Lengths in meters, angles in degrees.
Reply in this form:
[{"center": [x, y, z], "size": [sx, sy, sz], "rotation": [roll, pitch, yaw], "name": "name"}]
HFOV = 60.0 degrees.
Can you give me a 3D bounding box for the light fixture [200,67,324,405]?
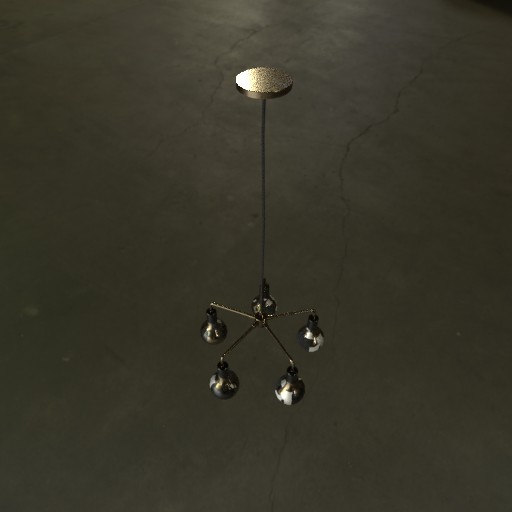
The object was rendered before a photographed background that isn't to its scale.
[{"center": [0.000, 0.000, 1.213], "size": [0.421, 0.988, 0.438], "rotation": [17, 48, 16], "name": "light fixture"}]
